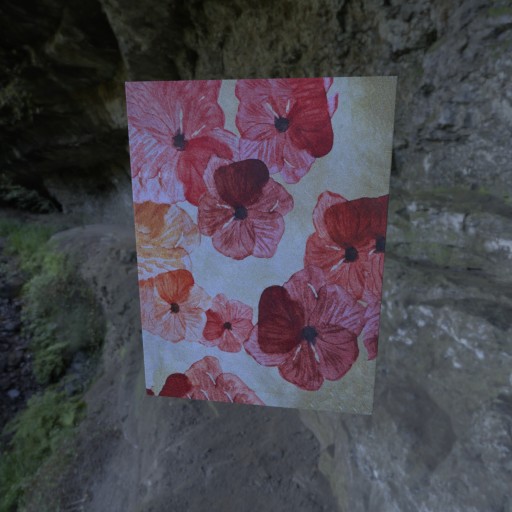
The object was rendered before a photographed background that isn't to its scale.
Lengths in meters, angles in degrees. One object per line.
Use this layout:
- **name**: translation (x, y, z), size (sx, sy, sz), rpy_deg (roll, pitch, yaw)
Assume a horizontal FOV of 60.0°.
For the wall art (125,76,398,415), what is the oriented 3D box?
- **wall art**: translation (0.000, 0.000, 1.363), size (0.762, 1.015, 0.031), rpy_deg (2, 15, 9)
